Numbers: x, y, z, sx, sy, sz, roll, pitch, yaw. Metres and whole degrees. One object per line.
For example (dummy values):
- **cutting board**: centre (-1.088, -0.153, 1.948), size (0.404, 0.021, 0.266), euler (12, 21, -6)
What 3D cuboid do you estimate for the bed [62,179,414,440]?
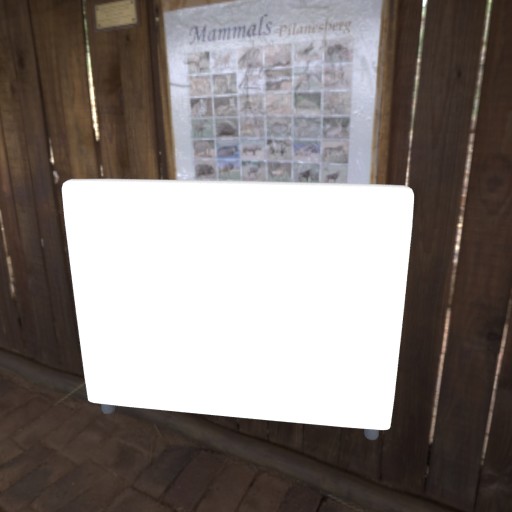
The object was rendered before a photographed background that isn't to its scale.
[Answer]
- **bed**: centre (0.000, 0.000, 3.199), size (1.714, 1.330, 2.147), euler (2, 17, 8)
